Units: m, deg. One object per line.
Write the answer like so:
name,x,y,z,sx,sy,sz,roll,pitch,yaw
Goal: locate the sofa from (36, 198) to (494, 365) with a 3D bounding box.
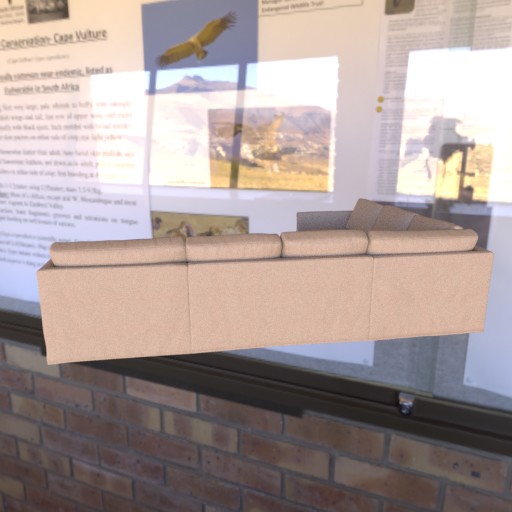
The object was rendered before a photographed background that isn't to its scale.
sofa,0.000,0.000,4.458,3.460,0.882,2.427,-2,14,-9
